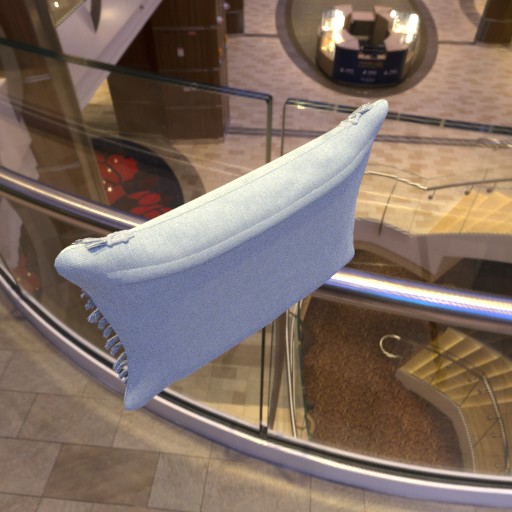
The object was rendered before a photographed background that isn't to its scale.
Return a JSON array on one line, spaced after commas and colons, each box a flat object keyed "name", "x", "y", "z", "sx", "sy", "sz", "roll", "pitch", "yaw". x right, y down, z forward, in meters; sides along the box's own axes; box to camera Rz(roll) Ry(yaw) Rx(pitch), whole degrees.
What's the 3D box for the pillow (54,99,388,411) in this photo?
[{"name": "pillow", "x": 0.000, "y": 0.000, "z": 0.596, "sx": 0.466, "sy": 0.305, "sz": 0.084, "roll": -31, "pitch": 53, "yaw": -27}]
